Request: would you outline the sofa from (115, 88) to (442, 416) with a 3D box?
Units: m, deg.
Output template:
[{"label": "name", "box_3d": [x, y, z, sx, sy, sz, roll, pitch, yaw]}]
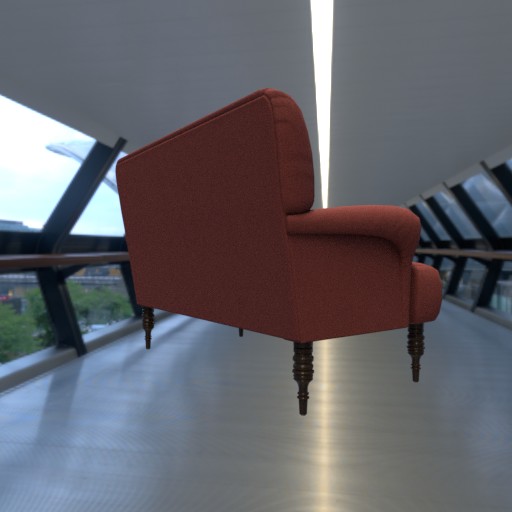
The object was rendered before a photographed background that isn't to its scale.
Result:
[{"label": "sofa", "box_3d": [0.000, 0.000, 1.816, 0.779, 0.889, 1.297, 0, 0, -37]}]
